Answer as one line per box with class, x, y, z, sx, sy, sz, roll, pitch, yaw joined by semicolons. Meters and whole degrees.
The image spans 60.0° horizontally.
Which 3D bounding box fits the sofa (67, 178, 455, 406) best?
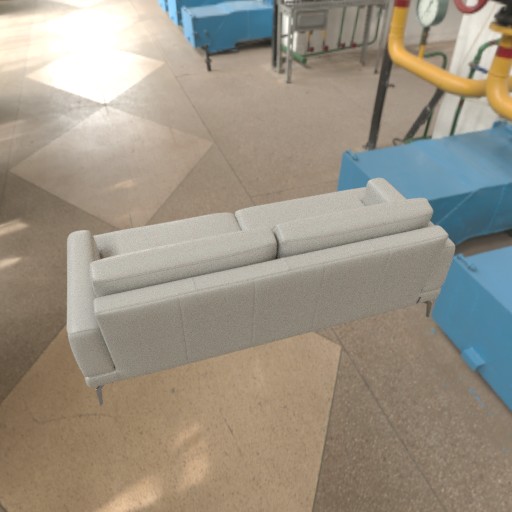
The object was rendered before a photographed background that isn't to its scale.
sofa;0.000;0.000;2.448;1.940;0.765;0.974;-12;41;-14
